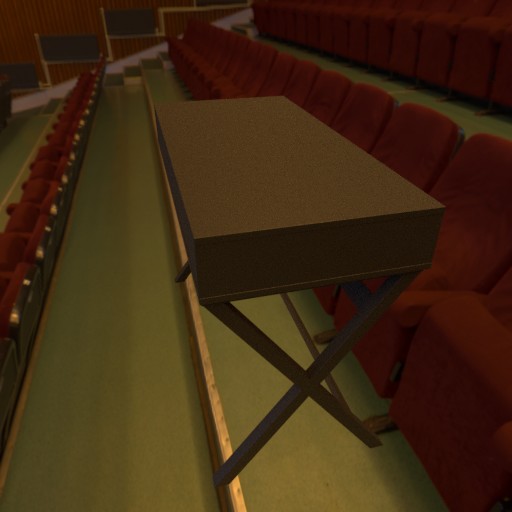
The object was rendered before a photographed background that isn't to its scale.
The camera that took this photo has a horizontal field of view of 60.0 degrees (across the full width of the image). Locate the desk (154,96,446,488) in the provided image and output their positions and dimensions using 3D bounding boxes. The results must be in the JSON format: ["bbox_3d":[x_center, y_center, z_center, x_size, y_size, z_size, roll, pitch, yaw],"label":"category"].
[{"bbox_3d":[0.000,0.000,1.468,0.504,0.780,1.057,-8,32,-13],"label":"desk"}]
